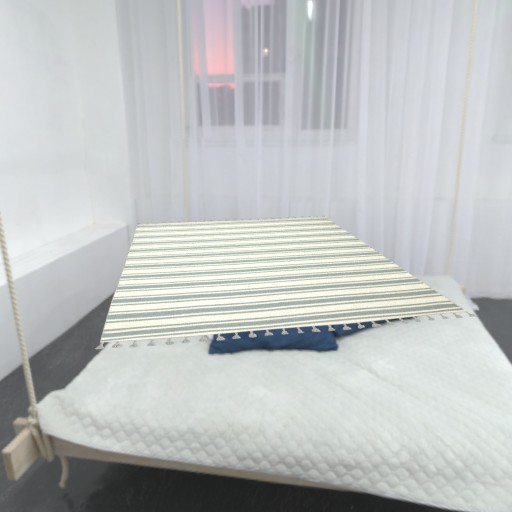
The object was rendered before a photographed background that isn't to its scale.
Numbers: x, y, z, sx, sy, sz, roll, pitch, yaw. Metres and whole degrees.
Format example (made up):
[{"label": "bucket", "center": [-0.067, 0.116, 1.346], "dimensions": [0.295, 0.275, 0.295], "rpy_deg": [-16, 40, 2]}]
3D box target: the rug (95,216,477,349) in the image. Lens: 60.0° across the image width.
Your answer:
[{"label": "rug", "center": [0.000, 0.000, 4.216], "dimensions": [2.439, 0.005, 3.201], "rpy_deg": [-3, 18, -10]}]
